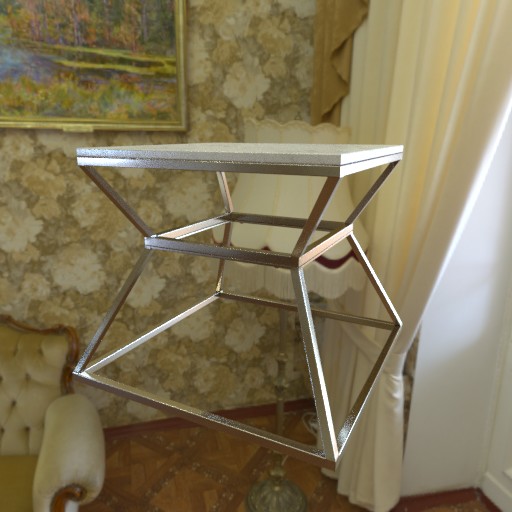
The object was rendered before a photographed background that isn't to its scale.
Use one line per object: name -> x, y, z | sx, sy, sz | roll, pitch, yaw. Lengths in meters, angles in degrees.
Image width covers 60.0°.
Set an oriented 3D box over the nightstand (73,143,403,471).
nightstand -> 0.000, 0.000, 0.888 | 0.513, 0.426, 0.514 | 8, 17, 26
